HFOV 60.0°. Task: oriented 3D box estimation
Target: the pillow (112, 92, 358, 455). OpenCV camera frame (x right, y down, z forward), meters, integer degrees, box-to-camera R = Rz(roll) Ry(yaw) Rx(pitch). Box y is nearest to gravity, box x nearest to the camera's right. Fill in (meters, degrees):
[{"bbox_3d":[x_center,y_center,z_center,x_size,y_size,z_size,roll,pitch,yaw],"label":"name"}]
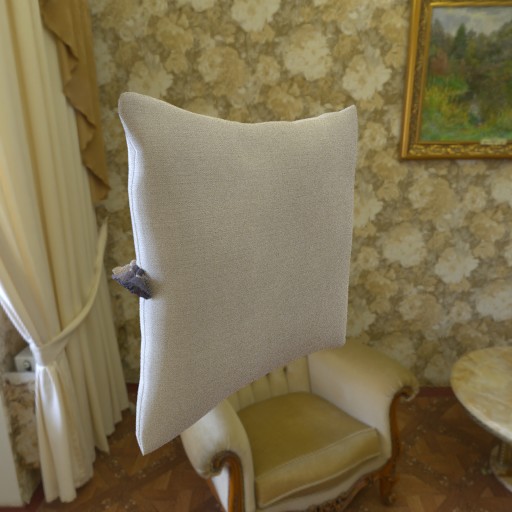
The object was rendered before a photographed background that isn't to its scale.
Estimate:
[{"bbox_3d":[0.000,0.000,0.723,0.489,0.481,0.165,-15,22,-42],"label":"pillow"}]
